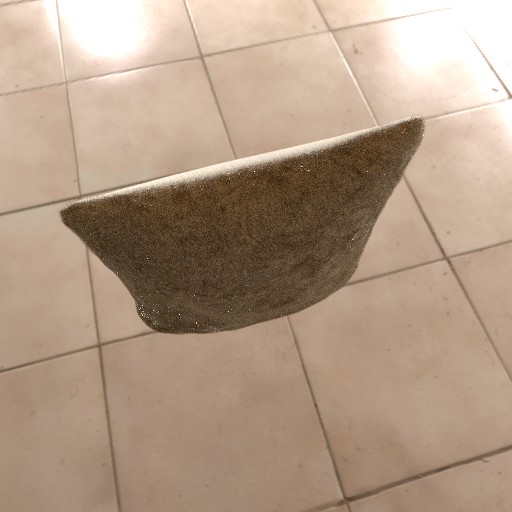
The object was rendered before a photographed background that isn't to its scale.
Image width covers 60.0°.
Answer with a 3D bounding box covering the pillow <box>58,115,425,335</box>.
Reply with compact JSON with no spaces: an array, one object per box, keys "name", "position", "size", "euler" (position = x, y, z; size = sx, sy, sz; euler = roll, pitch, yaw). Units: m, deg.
[{"name":"pillow","position":[0.000,0.000,0.828],"size":[0.538,0.525,0.216],"euler":[-15,65,-7]}]
